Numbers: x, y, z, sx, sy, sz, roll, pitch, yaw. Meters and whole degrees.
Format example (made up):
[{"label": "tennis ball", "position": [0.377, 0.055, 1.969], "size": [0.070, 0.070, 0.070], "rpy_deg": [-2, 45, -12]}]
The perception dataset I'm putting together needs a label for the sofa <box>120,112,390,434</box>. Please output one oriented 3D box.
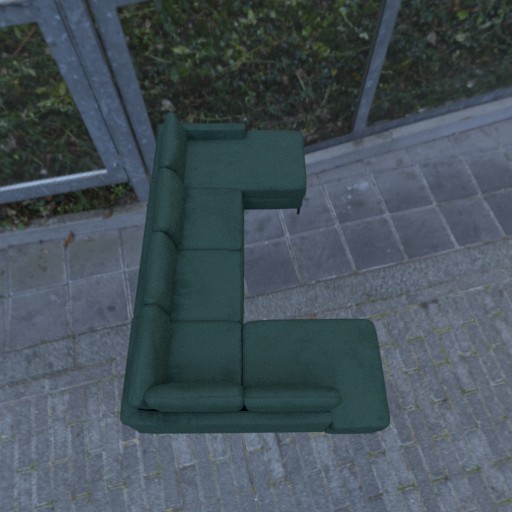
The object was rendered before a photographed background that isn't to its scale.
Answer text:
[{"label": "sofa", "position": [0.000, 0.000, 4.025], "size": [1.992, 0.861, 2.994], "rpy_deg": [-1, 61, 0]}]
